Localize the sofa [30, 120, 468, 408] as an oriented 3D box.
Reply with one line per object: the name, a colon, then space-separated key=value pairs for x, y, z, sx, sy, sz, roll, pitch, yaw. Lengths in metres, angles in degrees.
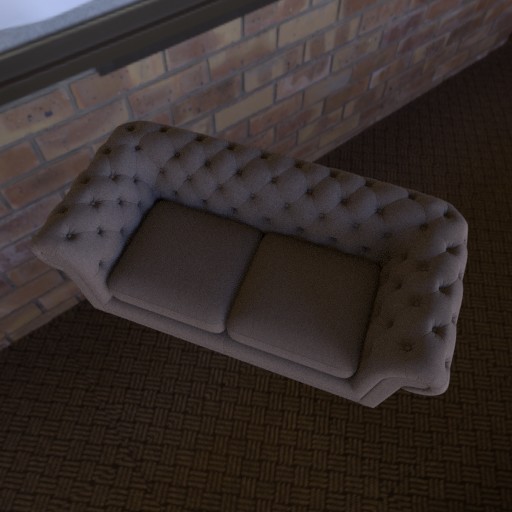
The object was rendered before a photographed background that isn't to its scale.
sofa: x=0.000 y=0.000 z=2.402 sx=1.998 sy=0.764 sz=0.986 roll=17 pitch=60 yaw=11
